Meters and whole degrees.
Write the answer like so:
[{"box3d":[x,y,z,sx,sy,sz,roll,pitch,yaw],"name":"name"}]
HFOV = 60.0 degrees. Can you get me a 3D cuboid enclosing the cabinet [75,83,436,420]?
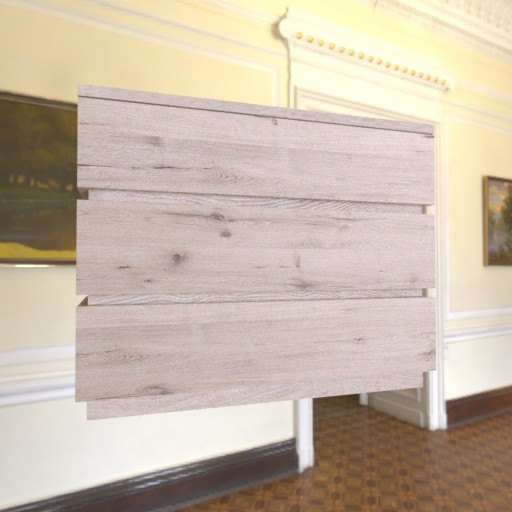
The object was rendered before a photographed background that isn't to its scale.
[{"box3d":[0.000,0.000,1.421,1.040,0.820,0.420,0,-1,-18],"name":"cabinet"}]
